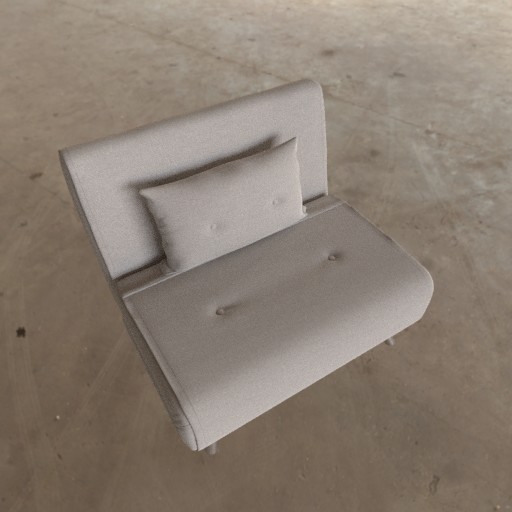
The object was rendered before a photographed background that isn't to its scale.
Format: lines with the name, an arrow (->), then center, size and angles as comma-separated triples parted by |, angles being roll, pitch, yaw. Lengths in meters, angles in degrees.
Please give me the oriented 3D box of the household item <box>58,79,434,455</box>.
household item -> 0.000, 0.000, 1.604 | 1.000, 0.800, 0.874 | -24, 51, -21
